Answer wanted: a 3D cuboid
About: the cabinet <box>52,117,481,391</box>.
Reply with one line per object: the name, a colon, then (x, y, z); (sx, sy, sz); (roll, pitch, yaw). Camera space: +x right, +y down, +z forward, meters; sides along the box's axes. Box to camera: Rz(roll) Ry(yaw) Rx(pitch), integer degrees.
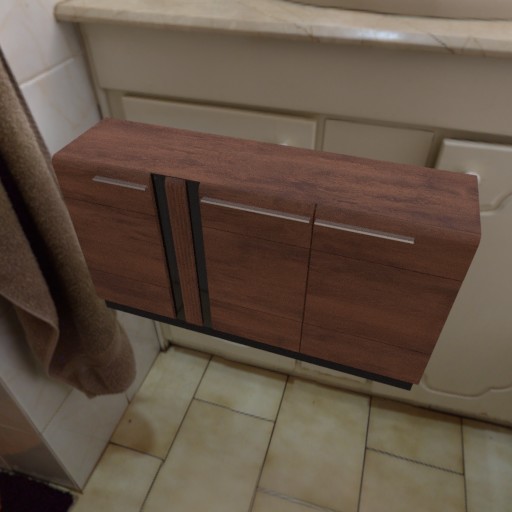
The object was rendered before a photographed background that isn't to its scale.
cabinet: (0.000, 0.000, 1.992); (1.600, 0.900, 0.420); (13, 43, 14)
